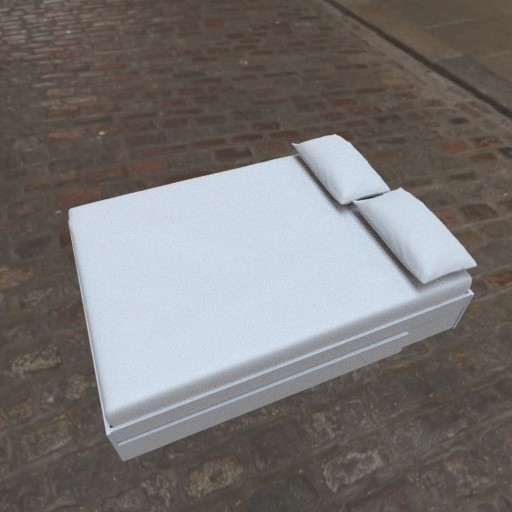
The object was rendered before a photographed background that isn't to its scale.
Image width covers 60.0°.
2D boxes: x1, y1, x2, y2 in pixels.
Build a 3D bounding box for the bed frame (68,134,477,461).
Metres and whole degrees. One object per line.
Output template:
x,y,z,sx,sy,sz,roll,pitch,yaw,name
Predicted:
0.000,0.000,2.577,1.950,0.629,1.450,-17,49,-15,bed frame
